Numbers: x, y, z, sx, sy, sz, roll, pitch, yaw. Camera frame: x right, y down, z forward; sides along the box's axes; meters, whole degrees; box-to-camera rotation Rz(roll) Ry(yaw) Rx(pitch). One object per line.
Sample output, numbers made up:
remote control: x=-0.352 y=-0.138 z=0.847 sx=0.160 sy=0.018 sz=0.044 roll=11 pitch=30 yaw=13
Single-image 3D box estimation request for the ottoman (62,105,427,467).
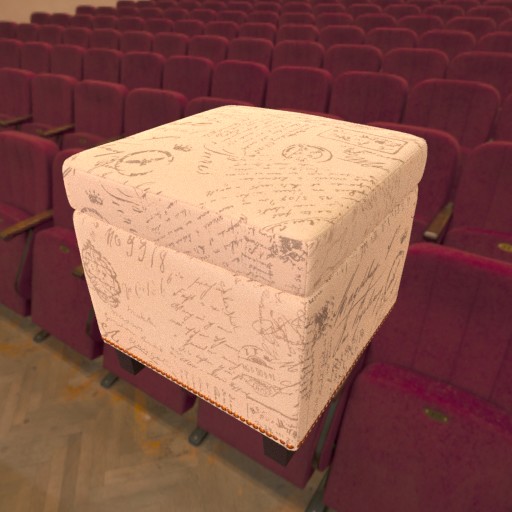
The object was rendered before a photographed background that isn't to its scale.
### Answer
ottoman: x=0.000 y=0.000 z=0.832 sx=0.449 sy=0.457 sz=0.450 roll=20 pitch=37 yaw=28
